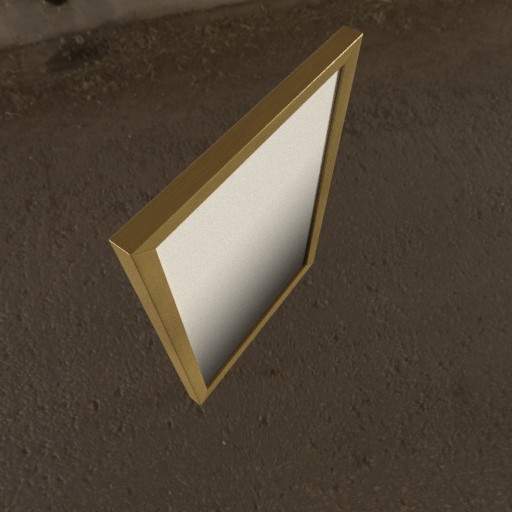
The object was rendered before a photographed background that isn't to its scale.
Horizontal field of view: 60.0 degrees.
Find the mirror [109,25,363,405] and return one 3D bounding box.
[{"bbox_3d":[0.000,0.000,0.896,0.040,0.710,0.507,33,64,18],"label":"mirror"}]
